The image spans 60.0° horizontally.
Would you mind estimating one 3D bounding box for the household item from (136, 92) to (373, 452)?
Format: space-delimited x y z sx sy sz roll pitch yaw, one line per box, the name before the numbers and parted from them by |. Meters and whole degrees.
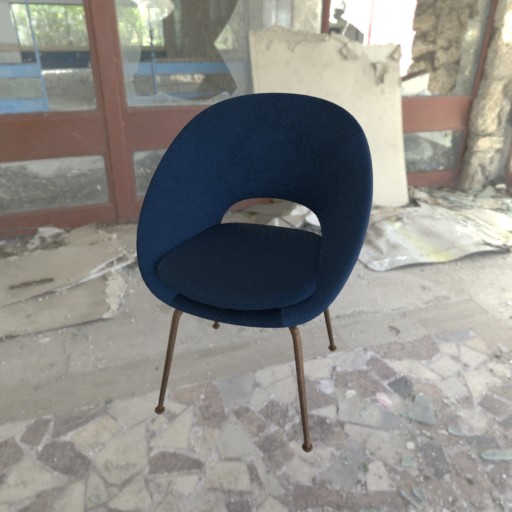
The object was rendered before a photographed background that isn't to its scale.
household item | 0.000 0.000 1.305 0.623 0.852 0.573 8 28 16
